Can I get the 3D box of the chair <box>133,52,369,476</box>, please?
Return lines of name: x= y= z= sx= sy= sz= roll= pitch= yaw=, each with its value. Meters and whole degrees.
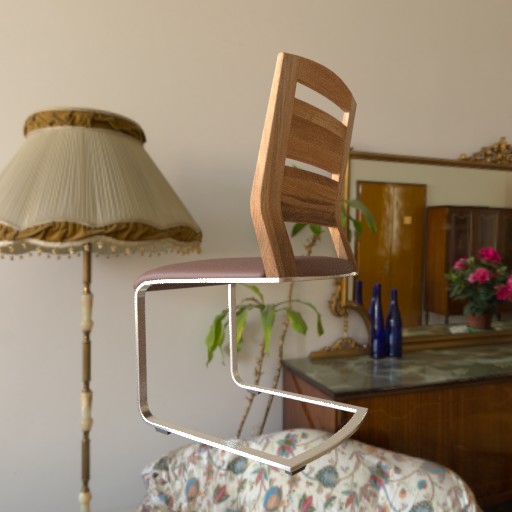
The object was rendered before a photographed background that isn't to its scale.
chair: x=0.000 y=0.000 z=1.303 sx=0.570 sy=0.970 sz=0.460 roll=0 pitch=0 yaw=35
